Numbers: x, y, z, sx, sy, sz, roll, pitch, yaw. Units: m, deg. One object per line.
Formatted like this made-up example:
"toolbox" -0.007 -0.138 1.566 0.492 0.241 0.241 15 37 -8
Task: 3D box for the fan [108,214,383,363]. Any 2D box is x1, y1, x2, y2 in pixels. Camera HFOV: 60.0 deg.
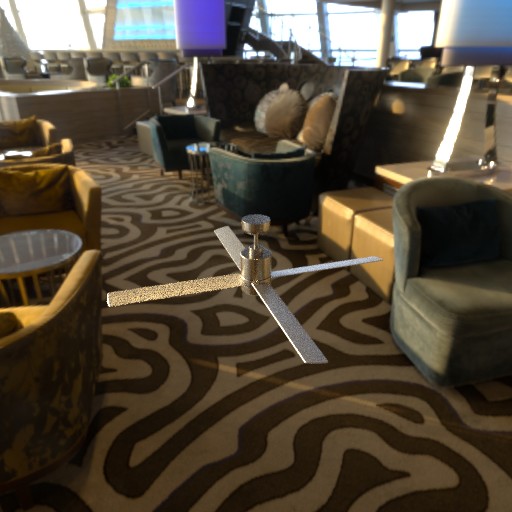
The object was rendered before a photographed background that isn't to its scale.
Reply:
"fan" 0.000 0.000 2.018 1.322 0.355 1.322 -8 26 -17
